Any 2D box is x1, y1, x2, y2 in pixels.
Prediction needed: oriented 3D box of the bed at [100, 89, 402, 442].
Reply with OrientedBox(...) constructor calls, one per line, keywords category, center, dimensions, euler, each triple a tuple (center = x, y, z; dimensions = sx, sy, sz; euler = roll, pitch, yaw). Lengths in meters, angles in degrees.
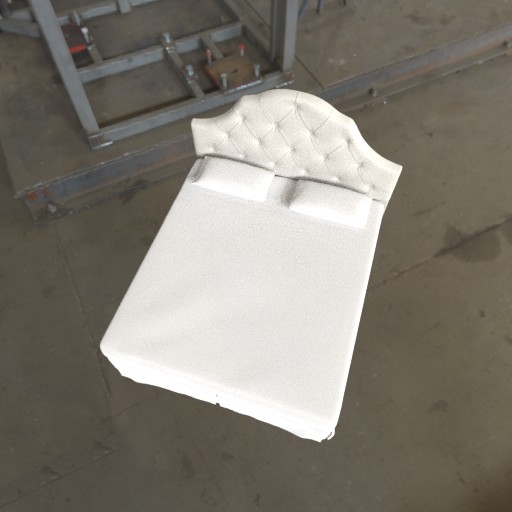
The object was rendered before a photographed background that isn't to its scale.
OrientedBox(category="bed", center=(0.000, 0.000, 3.672), dimensions=(2.008, 1.615, 2.214), euler=(15, 60, 9))
